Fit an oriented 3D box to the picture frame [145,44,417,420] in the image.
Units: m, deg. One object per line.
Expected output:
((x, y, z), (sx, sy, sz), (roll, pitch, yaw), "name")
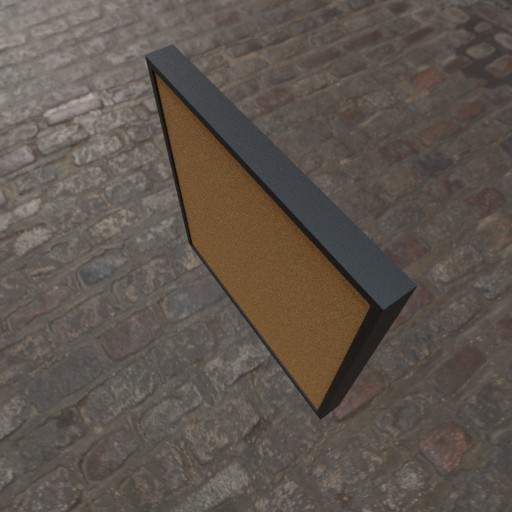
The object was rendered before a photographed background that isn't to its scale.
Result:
((0.000, 0.000, 0.482), (0.030, 0.317, 0.317), (-31, 63, -18), "picture frame")
